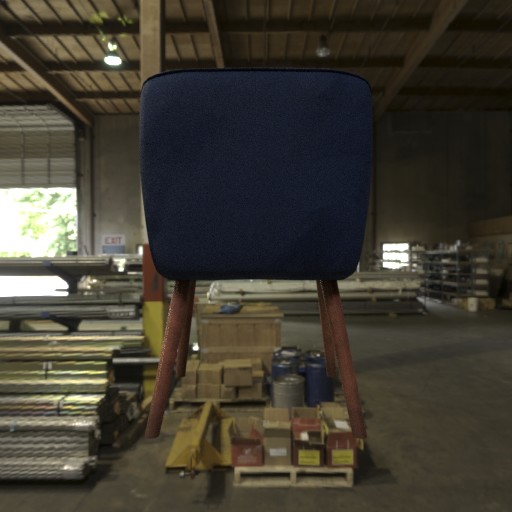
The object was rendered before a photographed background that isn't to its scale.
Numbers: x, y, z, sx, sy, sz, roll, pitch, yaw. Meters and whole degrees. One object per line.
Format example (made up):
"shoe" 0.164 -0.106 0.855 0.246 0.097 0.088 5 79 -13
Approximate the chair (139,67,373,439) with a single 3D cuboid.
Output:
"chair" 0.000 0.000 1.246 0.600 0.820 0.600 0 0 0
